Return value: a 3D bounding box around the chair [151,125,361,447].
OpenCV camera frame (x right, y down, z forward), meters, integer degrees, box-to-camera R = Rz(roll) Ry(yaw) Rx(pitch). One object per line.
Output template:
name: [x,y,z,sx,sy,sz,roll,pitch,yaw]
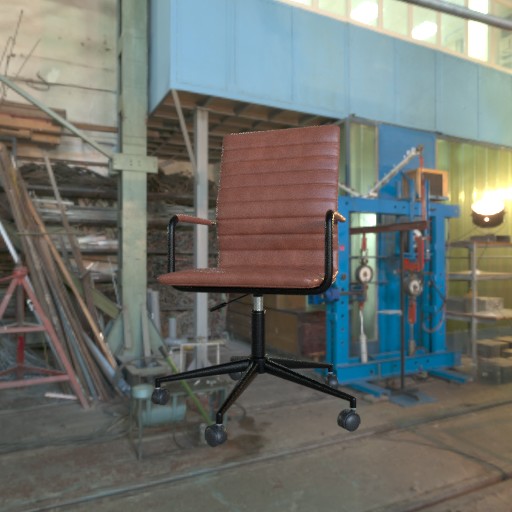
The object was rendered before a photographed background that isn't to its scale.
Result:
chair: [0.000,0.000,1.277,0.600,0.878,0.578,0,0,18]
